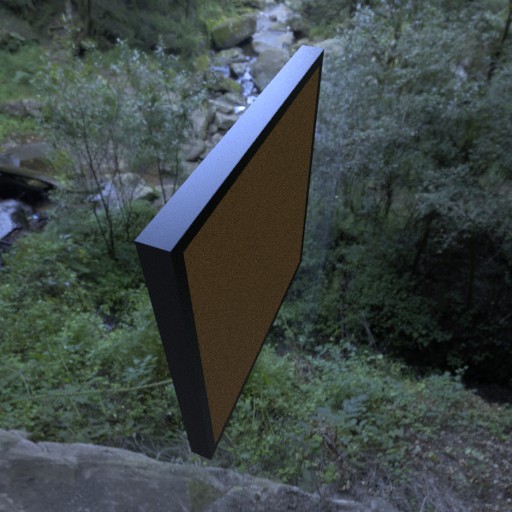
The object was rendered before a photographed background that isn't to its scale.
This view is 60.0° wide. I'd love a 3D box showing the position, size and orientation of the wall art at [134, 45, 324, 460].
[{"bbox_3d":[0.000,0.000,0.750,0.038,0.508,0.508,16,48,15],"label":"wall art"}]
